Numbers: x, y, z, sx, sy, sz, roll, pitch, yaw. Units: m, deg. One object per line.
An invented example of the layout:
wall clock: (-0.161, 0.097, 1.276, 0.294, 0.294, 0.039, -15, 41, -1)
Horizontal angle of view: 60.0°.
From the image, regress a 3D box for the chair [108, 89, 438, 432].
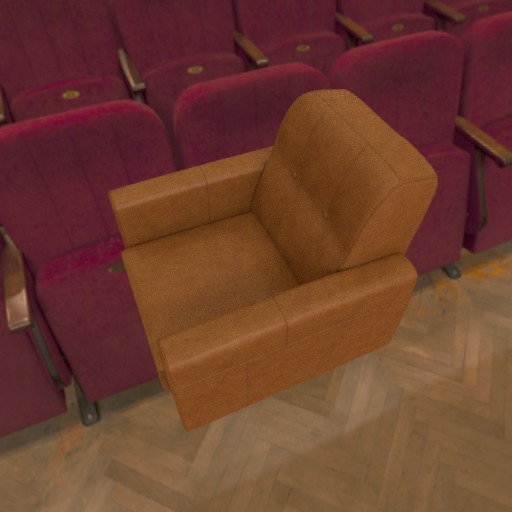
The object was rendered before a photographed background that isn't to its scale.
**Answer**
chair: (0.000, 0.000, 1.683, 0.942, 0.968, 0.845, -18, 51, -15)
